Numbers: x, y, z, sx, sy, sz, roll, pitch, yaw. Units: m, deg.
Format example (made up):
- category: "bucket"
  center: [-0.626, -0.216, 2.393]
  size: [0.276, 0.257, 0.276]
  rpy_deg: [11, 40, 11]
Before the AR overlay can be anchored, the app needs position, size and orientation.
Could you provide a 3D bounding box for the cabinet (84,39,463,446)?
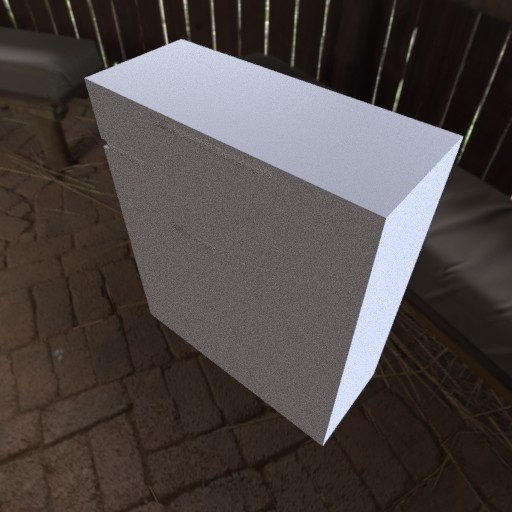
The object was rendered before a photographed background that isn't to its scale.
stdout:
- category: "cabinet"
  center: [0.000, 0.000, 1.638]
  size: [1.000, 1.190, 0.400]
  rpy_deg: [31, 53, 26]
